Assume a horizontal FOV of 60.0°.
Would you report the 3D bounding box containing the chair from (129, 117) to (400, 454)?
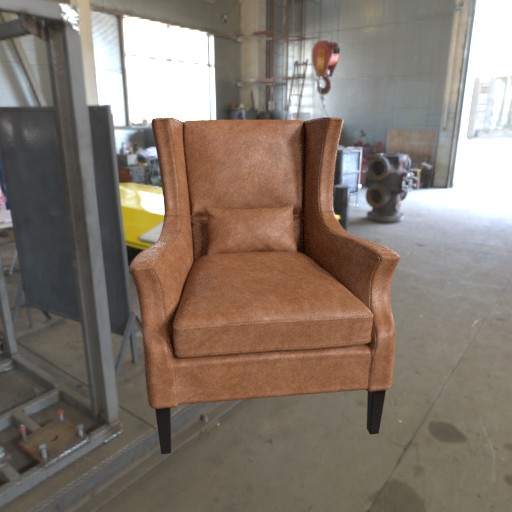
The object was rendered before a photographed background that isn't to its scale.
[{"bbox_3d":[0.000,0.000,1.700,0.853,1.016,0.926,-2,18,-7],"label":"chair"}]
